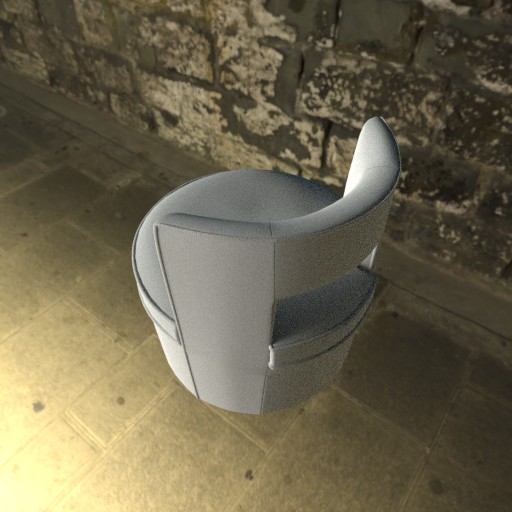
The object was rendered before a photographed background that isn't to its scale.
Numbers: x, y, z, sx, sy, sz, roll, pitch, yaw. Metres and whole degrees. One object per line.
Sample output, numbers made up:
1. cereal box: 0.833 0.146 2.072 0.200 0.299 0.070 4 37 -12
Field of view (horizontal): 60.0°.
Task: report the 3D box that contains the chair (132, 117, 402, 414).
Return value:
1. chair: 0.000 0.000 1.221 0.650 0.723 0.665 -30 53 -26
